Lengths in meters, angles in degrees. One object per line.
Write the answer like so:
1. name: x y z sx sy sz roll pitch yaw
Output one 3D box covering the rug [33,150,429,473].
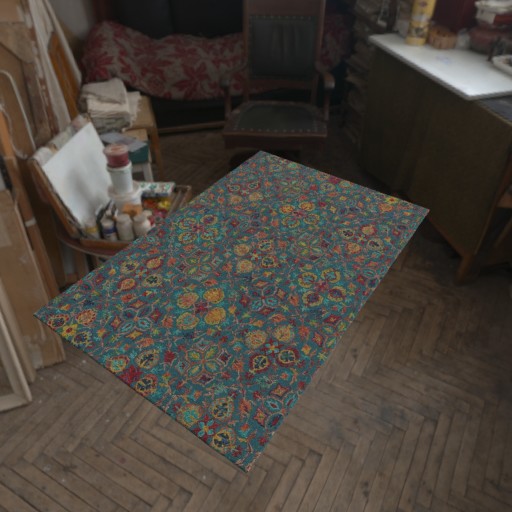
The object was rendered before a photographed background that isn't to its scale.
1. rug: 0.000 0.000 2.323 1.216 0.014 1.836 25 48 25
